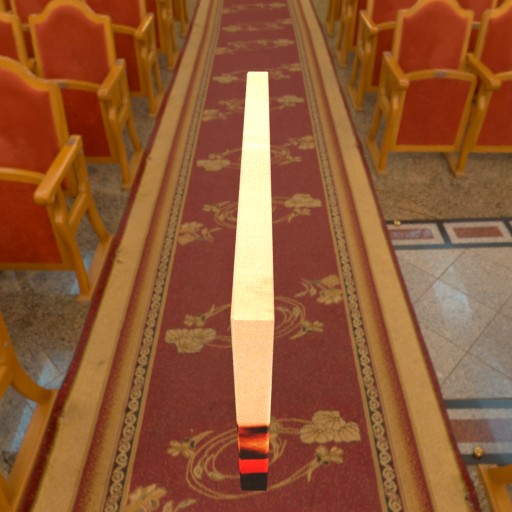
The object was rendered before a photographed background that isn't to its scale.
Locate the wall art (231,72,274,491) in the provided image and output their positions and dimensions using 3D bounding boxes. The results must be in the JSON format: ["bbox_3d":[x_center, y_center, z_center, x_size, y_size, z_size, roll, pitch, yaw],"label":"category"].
[{"bbox_3d":[0.000,0.000,0.762,0.040,0.402,0.613,0,42,0],"label":"wall art"}]
